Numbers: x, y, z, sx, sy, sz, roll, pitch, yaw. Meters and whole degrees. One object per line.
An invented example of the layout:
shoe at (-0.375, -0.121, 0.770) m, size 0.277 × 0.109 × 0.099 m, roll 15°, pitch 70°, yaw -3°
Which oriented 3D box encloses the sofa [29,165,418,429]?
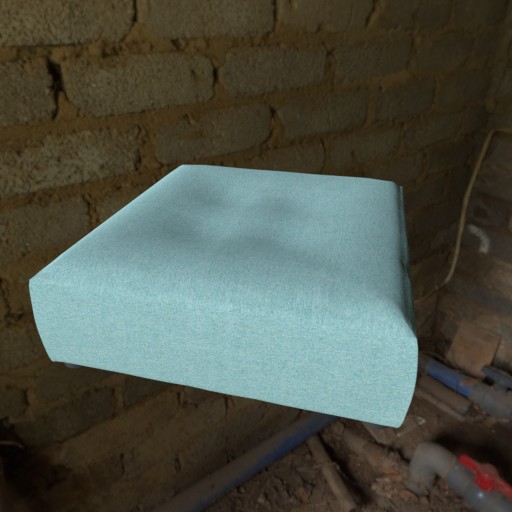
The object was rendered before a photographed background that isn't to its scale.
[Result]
sofa at (0.000, 0.000, 1.426) m, size 0.930 × 0.330 × 0.930 m, roll 7°, pitch 30°, yaw 13°
